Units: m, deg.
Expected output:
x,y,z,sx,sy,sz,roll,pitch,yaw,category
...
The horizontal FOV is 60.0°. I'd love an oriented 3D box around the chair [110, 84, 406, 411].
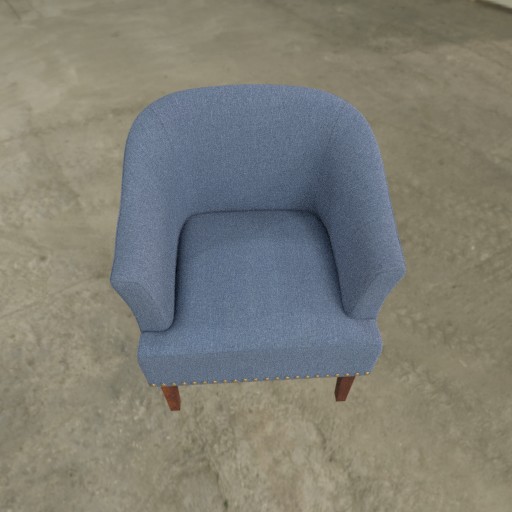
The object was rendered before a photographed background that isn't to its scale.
x,y,z,sx,sy,sz,roll,pitch,yaw,category
0.000,0.000,1.424,0.772,0.815,0.704,-2,47,-2,chair
